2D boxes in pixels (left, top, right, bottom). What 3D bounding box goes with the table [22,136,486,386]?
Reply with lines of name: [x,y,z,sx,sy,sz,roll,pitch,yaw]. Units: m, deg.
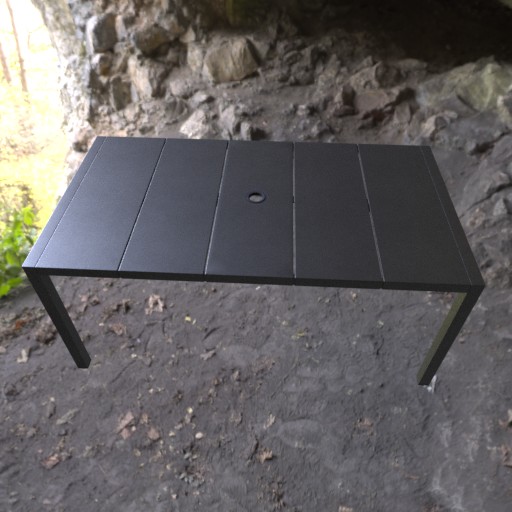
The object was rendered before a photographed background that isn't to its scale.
table: [0.000,0.000,2.177,1.680,0.735,0.914,2,46,2]
